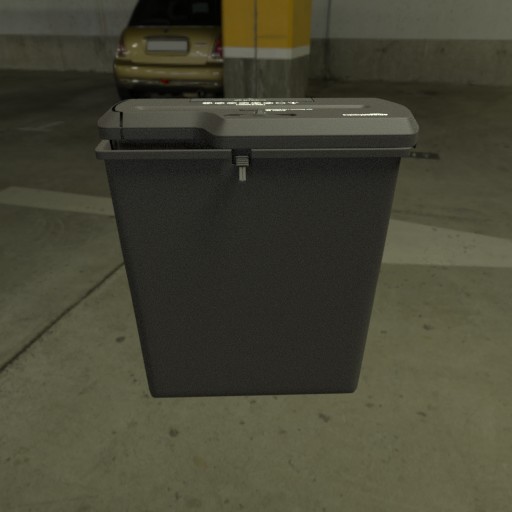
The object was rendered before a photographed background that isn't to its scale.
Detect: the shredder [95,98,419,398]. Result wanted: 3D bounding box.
[{"bbox_3d":[0.000,0.000,0.509,0.320,0.335,0.170,-1,28,-2],"label":"shredder"}]
